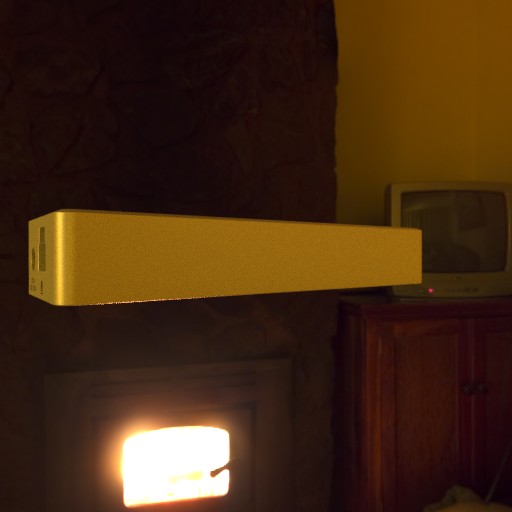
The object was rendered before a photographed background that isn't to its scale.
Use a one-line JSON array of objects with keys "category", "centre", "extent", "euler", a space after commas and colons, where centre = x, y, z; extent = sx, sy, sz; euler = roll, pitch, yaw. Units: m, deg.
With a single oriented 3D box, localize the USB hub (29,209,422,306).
[{"category": "USB hub", "centre": [0.000, 0.000, 0.163], "extent": [0.145, 0.023, 0.044], "euler": [0, 0, -35]}]
